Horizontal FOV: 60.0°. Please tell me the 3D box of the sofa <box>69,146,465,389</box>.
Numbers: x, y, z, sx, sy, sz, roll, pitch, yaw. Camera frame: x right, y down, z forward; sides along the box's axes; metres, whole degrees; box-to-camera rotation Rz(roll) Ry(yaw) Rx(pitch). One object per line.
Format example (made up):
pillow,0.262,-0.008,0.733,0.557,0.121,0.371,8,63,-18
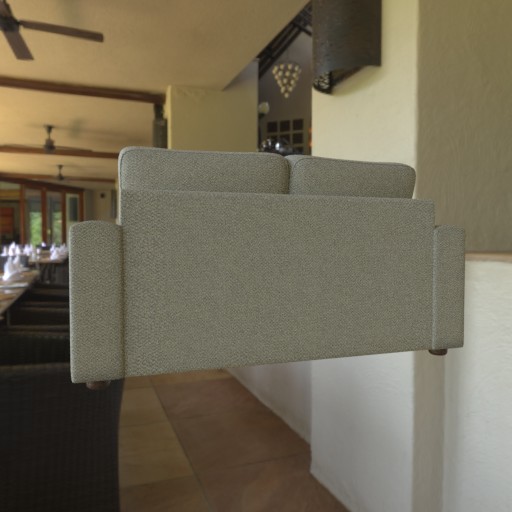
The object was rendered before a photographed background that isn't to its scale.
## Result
sofa,0.000,0.000,2.174,1.616,0.873,1.016,-1,2,-18
